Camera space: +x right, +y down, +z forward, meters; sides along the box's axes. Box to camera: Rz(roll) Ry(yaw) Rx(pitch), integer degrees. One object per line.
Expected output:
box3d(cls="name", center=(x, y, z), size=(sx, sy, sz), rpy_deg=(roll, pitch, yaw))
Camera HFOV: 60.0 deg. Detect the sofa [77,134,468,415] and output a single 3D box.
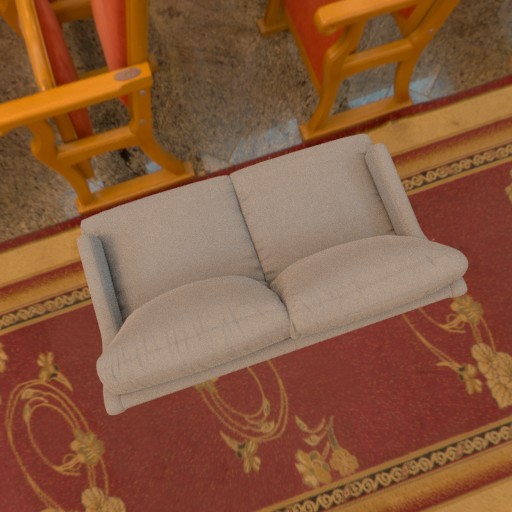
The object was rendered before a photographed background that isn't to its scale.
box3d(cls="sofa", center=(0.000, 0.000, 2.140), size=(1.589, 0.921, 0.987), rpy_deg=(-18, 76, -5))
